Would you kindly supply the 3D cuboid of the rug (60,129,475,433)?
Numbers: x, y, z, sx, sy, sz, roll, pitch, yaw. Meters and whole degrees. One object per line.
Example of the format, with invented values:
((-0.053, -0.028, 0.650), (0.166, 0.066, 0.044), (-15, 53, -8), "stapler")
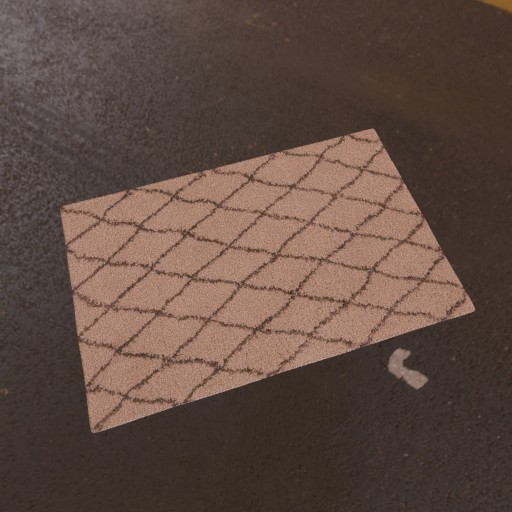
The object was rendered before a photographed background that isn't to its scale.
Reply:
((0.000, 0.000, 3.368), (2.743, 0.030, 1.778), (-16, 65, -8), "rug")
